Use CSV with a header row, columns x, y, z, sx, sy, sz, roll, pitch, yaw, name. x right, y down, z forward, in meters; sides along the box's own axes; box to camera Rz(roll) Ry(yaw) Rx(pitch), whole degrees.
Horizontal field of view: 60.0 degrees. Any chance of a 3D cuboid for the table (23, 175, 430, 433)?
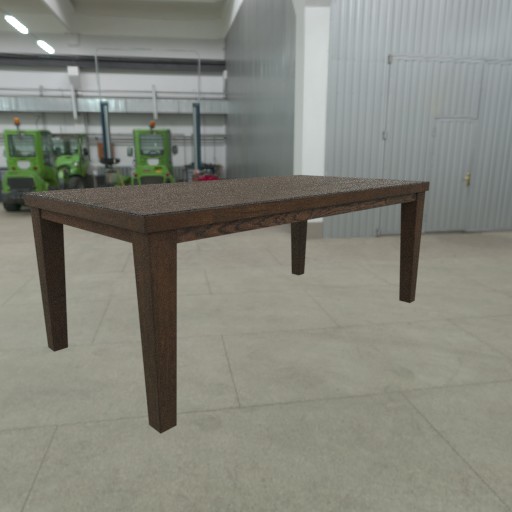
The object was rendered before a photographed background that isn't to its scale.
x,y,z,sx,sy,sz,roll,pitch,yaw,name
0.000,0.000,2.438,1.016,0.762,1.981,13,19,43,table
